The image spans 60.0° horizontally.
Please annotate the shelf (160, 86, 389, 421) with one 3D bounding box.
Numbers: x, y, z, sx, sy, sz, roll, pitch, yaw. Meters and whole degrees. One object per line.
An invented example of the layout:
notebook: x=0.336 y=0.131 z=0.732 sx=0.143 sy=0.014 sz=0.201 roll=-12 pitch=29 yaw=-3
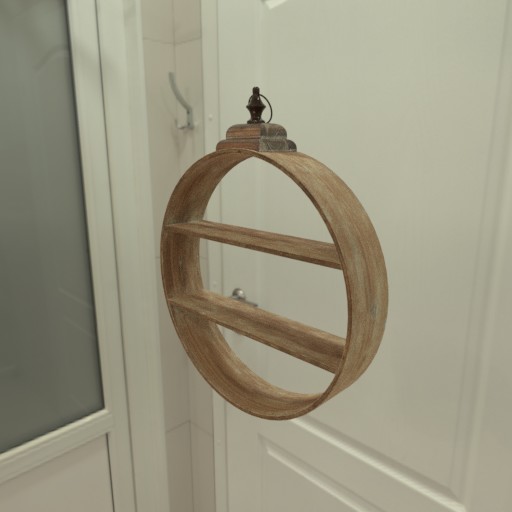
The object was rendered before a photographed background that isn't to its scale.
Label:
shelf: x=0.000 y=0.000 z=1.008 sx=0.601 sy=0.725 sz=0.125 roll=14 pitch=19 yaw=43
